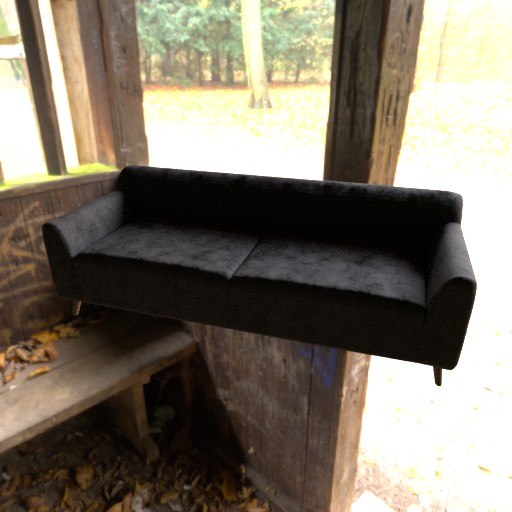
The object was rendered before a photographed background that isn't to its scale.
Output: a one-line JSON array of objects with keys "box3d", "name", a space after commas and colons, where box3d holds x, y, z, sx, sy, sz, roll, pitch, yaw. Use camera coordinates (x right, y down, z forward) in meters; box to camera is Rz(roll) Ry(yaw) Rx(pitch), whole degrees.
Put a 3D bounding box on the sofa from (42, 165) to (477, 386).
[{"box3d": [0.000, 0.000, 2.576, 2.190, 0.740, 0.900, 8, 26, 16], "name": "sofa"}]
